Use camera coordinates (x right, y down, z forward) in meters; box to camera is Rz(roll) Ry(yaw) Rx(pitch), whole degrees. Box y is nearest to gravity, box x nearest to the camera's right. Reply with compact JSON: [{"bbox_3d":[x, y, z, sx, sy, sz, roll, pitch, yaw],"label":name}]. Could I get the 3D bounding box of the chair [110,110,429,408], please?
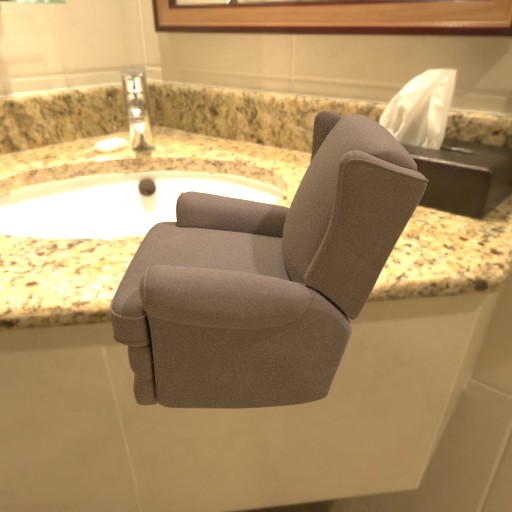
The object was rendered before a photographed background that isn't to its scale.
[{"bbox_3d":[0.000,0.000,1.717,0.969,1.011,0.847,0,28,0],"label":"chair"}]
